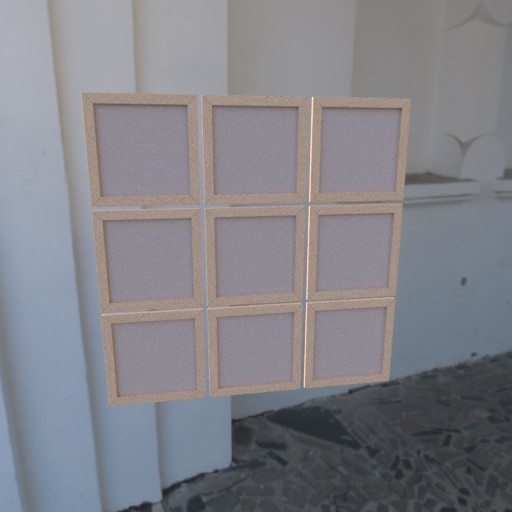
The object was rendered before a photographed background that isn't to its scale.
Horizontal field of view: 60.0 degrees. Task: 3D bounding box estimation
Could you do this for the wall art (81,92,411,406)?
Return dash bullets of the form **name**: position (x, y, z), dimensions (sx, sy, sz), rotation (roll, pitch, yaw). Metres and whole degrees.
- **wall art**: position (0.000, 0.000, 1.767), dimensions (1.217, 1.207, 0.016), rotation (-2, 14, -9)
